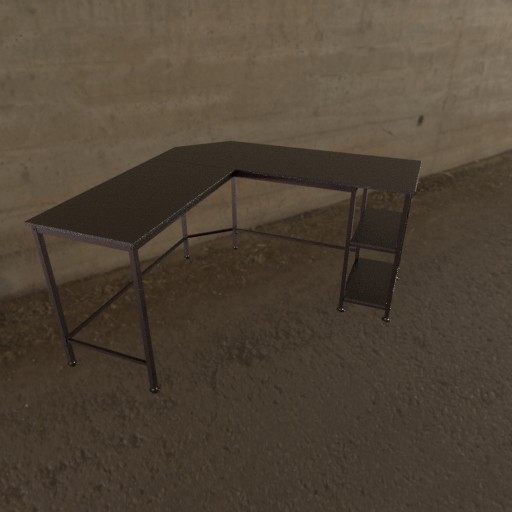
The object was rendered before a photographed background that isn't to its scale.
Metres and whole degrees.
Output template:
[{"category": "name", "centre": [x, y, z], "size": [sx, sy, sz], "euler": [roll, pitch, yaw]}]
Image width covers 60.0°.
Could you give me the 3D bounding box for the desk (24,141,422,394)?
[{"category": "desk", "centre": [0.000, 0.000, 2.228], "size": [1.379, 0.739, 1.379], "euler": [11, 31, 19]}]
